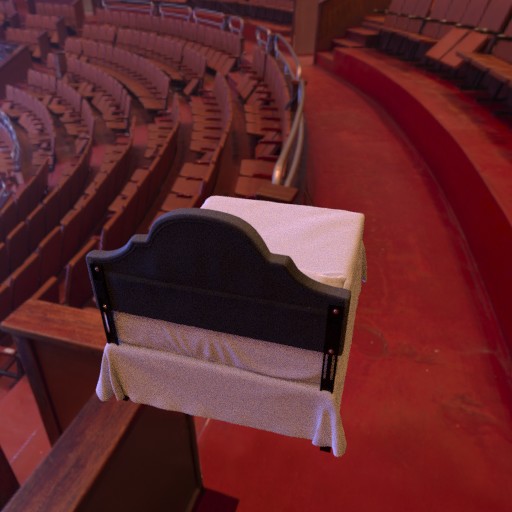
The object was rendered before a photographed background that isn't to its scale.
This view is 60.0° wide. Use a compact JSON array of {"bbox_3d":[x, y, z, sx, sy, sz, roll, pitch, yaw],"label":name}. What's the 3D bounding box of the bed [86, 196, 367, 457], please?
[{"bbox_3d":[0.000,0.000,3.492,1.780,1.634,2.222,9,32,14],"label":"bed"}]
